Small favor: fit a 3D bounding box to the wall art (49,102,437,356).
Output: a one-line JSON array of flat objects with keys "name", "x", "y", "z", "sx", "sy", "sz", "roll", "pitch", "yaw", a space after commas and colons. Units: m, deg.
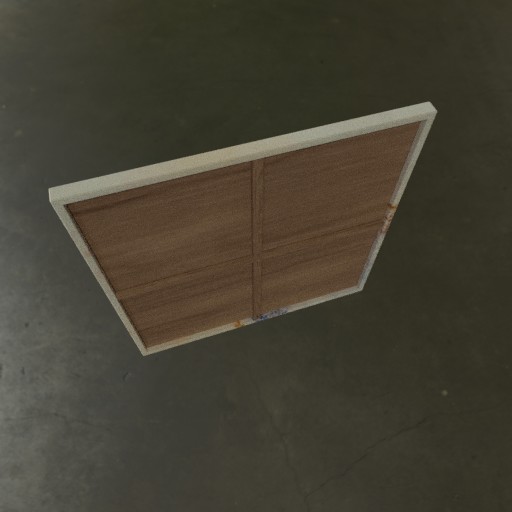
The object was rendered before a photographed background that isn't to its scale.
[{"name": "wall art", "x": 0.000, "y": 0.000, "z": 1.352, "sx": 0.889, "sy": 0.889, "sz": 0.038, "roll": -15, "pitch": 59, "yaw": -10}]
